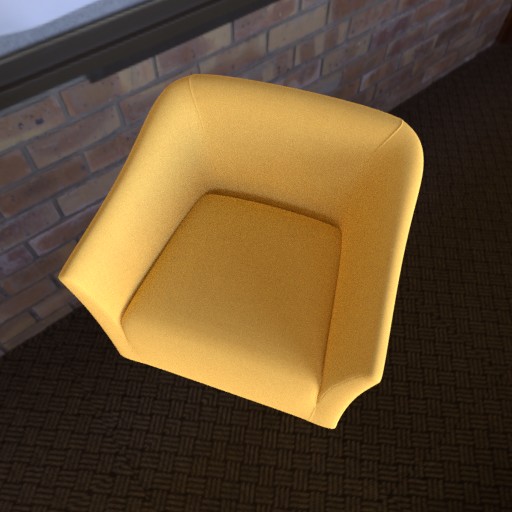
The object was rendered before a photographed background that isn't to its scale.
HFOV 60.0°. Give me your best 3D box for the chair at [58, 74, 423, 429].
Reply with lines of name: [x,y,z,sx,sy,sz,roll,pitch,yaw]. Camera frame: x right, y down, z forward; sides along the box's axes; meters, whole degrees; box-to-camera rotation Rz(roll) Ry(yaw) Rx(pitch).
chair: [0.000,0.000,1.350,0.790,0.720,0.700,16,59,10]
